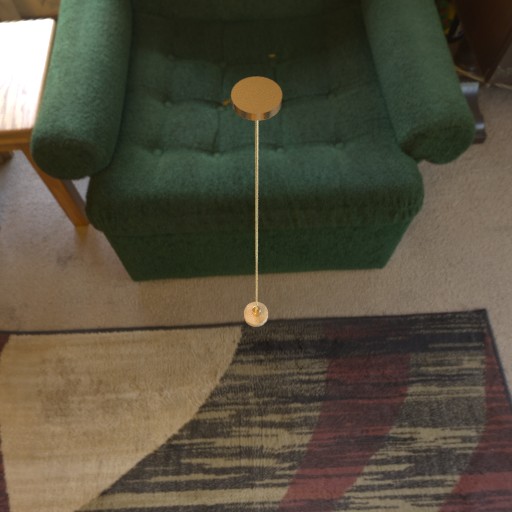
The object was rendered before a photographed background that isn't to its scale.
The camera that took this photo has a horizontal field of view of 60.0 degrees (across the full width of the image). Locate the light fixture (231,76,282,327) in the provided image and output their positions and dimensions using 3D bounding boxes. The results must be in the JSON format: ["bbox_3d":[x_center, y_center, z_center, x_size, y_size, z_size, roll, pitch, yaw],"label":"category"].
[{"bbox_3d":[0.000,0.000,1.785,0.129,1.669,0.129,-19,64,-9],"label":"light fixture"}]
